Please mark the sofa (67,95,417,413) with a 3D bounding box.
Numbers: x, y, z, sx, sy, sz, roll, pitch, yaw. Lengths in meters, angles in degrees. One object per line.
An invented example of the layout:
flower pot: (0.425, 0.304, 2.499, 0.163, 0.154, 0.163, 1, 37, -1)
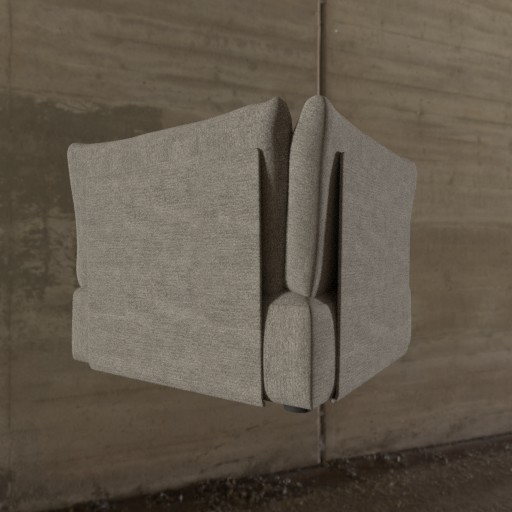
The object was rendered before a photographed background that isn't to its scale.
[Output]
sofa: (0.000, 0.000, 1.728, 1.000, 0.820, 1.000, 0, 0, 33)
